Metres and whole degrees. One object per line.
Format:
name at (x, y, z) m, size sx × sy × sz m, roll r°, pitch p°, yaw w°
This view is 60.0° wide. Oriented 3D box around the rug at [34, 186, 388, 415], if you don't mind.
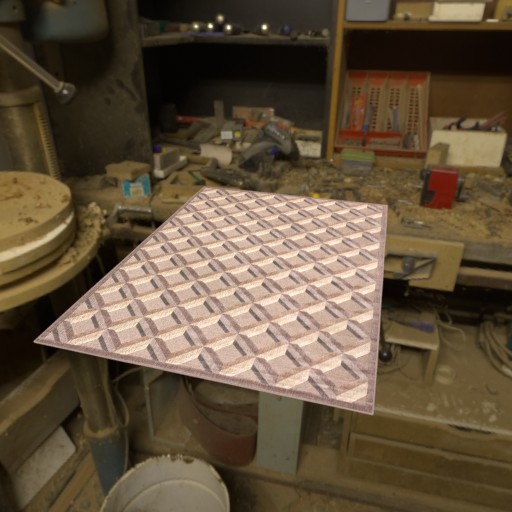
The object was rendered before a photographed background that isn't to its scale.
rug at (0.000, 0.000, 4.266) m, size 2.382 × 0.018 × 3.294 m, roll 8°, pitch 30°, yaw 14°
